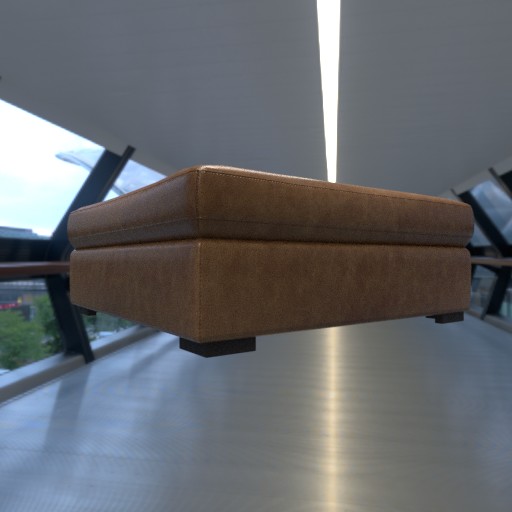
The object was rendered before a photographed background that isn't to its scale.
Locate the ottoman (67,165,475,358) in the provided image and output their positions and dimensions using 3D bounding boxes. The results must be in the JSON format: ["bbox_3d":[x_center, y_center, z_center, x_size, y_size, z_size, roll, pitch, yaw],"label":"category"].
[{"bbox_3d":[0.000,0.000,1.764,1.168,0.483,1.169,1,-1,-36],"label":"ottoman"}]
